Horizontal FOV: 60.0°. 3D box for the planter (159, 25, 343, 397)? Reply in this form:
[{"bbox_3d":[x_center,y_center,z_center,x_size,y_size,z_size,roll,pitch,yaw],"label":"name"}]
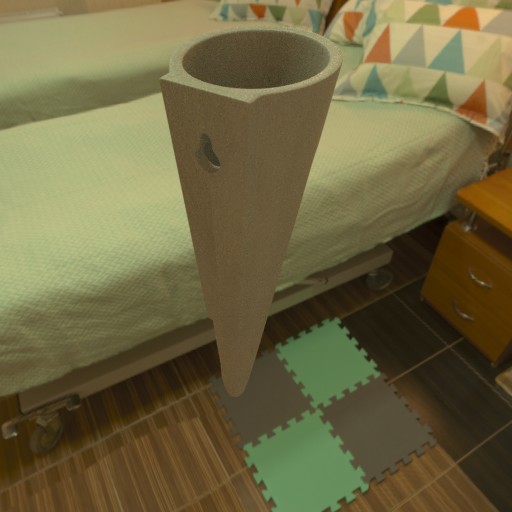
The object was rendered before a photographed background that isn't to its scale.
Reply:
[{"bbox_3d":[0.000,0.000,0.218,0.057,0.191,0.064,23,49,21],"label":"planter"}]
